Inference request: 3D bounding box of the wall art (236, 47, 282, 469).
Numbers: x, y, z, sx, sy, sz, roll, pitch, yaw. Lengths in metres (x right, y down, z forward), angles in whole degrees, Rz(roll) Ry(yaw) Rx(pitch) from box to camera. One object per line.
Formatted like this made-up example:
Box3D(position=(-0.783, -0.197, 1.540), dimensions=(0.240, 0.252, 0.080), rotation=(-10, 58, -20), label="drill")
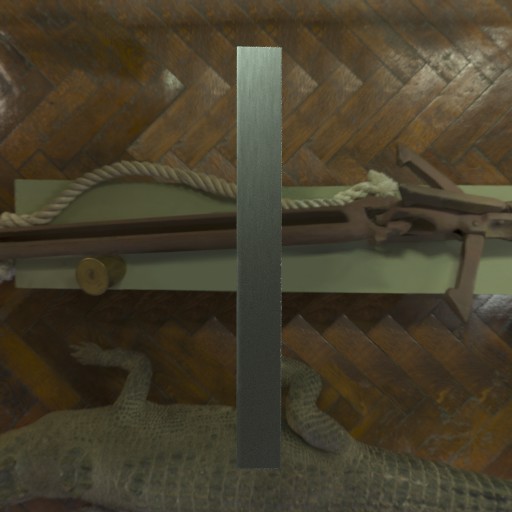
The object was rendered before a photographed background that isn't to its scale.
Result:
Box3D(position=(0.000, 0.000, 0.542), dimensions=(0.038, 0.350, 0.350), rotation=(0, 91, -1), label="wall art")
